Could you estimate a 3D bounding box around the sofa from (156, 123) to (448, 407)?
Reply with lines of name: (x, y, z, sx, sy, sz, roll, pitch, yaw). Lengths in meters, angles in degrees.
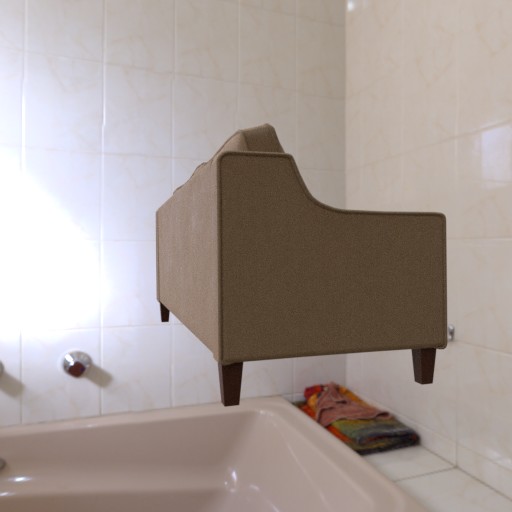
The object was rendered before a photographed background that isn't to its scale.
sofa: (0.000, 0.000, 2.484, 0.911, 0.974, 1.986, 0, 0, -18)
